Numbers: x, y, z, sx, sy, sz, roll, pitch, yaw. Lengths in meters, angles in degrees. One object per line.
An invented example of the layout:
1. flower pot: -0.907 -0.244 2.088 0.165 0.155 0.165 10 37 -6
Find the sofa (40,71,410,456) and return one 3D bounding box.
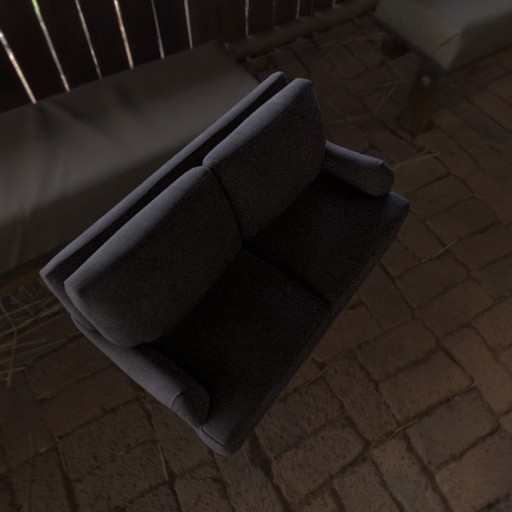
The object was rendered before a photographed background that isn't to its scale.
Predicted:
1. sofa: 0.000 0.000 2.521 1.084 1.101 1.853 34 64 19
